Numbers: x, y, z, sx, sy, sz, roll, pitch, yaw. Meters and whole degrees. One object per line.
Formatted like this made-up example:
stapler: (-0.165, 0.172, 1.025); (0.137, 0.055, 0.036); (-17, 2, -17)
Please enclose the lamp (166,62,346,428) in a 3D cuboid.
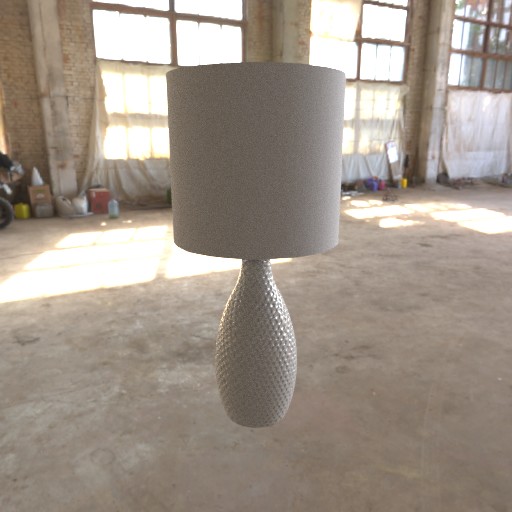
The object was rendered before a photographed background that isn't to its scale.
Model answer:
lamp: (0.000, 0.000, 0.594); (0.214, 0.466, 0.214); (-2, 15, -8)
